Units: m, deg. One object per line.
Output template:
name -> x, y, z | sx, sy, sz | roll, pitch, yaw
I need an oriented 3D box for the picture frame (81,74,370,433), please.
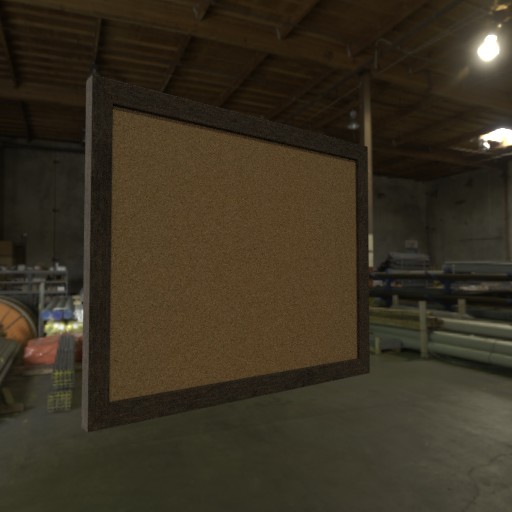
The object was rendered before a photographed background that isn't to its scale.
picture frame -> 0.000, 0.000, 0.736 | 0.546, 0.455, 0.026 | 2, -3, -37
